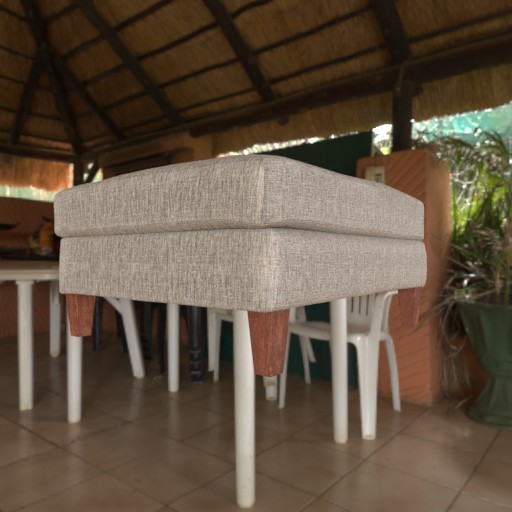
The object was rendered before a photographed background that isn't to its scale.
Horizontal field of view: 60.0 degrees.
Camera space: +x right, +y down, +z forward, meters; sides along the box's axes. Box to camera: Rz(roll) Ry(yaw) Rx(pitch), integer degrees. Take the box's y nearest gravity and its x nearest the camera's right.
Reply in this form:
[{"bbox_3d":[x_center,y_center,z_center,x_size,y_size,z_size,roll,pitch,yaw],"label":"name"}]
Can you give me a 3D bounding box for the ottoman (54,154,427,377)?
[{"bbox_3d":[0.000,0.000,1.480,0.839,0.492,0.994,0,0,38],"label":"ottoman"}]
